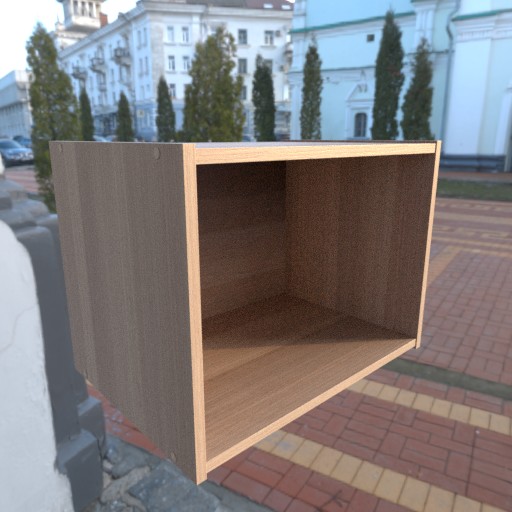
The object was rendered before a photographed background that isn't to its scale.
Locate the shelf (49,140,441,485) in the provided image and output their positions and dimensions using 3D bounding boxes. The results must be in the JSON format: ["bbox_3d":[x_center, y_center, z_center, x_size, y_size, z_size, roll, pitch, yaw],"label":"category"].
[{"bbox_3d":[0.000,0.000,0.606,0.415,0.305,0.290,-13,20,-41],"label":"shelf"}]
